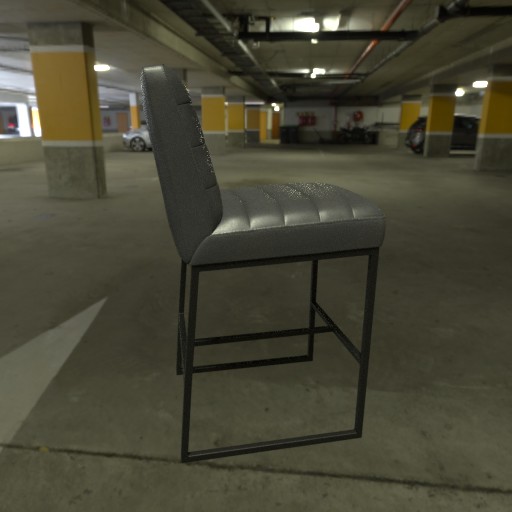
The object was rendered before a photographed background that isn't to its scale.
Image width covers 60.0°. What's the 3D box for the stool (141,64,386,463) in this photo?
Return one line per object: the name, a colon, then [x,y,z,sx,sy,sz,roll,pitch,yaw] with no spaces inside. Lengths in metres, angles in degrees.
stool: [0.000,0.000,1.236,0.552,0.938,0.457,-3,17,-11]
